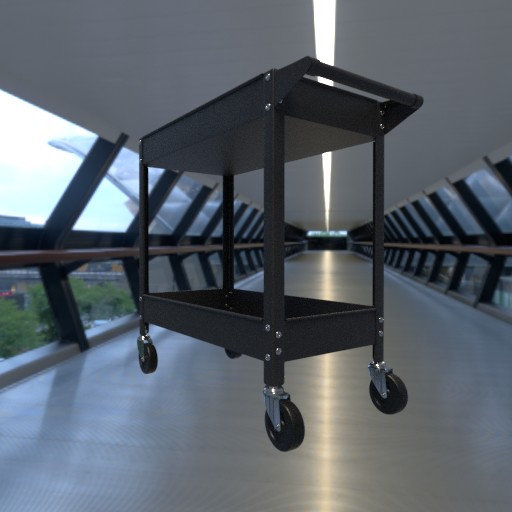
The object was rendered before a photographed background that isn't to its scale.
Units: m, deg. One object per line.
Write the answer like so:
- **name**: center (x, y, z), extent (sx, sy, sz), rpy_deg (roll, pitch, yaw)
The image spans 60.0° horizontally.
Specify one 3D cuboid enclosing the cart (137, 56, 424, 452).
- **cart**: center (0.000, 0.000, 1.173), extent (0.366, 0.719, 0.779), rpy_deg (-1, 1, -36)
